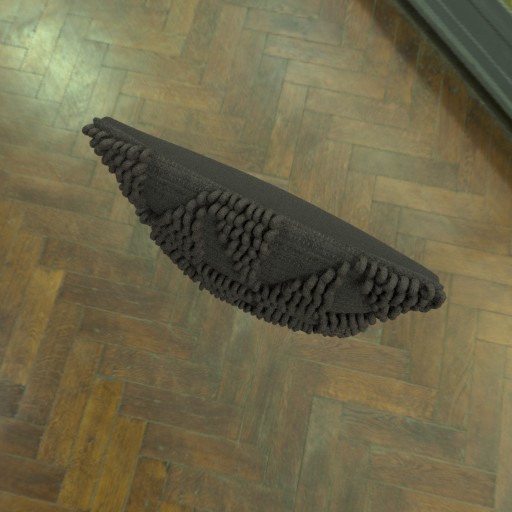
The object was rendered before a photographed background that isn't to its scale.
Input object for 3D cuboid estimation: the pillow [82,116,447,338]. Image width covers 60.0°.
[{"bbox_3d":[0.000,0.000,0.721,0.470,0.467,0.172,26,77,6],"label":"pillow"}]
